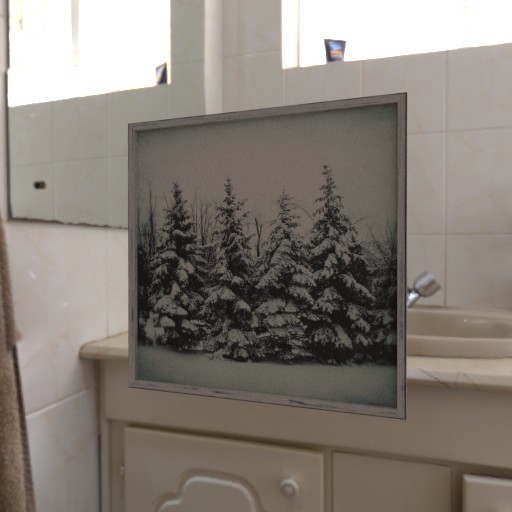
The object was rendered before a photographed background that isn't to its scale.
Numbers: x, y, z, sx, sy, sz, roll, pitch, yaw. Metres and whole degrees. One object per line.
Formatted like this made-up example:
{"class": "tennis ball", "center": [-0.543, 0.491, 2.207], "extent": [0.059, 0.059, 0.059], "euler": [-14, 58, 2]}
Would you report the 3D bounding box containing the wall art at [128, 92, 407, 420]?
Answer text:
{"class": "wall art", "center": [0.000, 0.000, 0.785], "extent": [0.506, 0.506, 0.038], "euler": [0, 0, 19]}
